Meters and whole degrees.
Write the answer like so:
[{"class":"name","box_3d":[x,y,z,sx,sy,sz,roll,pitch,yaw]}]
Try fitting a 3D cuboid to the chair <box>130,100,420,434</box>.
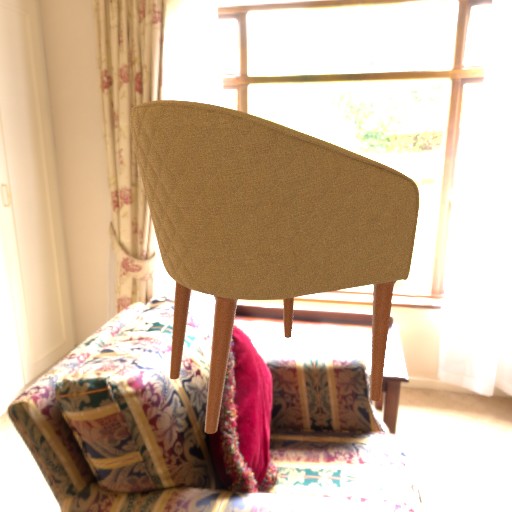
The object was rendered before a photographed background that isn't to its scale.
[{"class":"chair","box_3d":[0.000,0.000,1.217,0.616,0.775,0.584,-7,16,-27]}]
